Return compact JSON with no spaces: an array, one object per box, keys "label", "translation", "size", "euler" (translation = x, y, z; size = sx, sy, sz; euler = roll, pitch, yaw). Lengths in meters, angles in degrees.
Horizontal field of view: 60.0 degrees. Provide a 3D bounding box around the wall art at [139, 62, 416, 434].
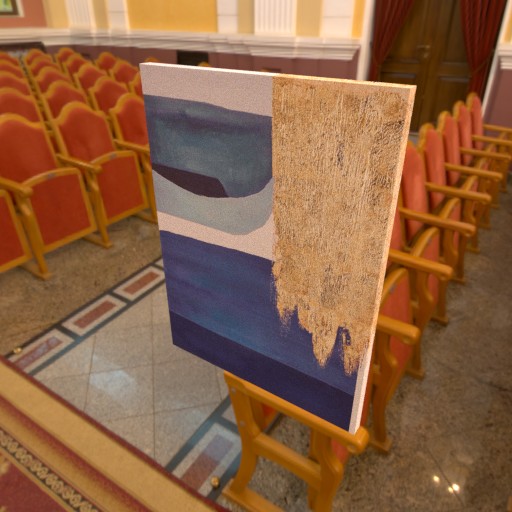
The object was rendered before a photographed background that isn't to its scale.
[{"label":"wall art","translation":[0.000,0.000,0.797],"size":[0.458,0.613,0.026],"euler":[18,34,29]}]
